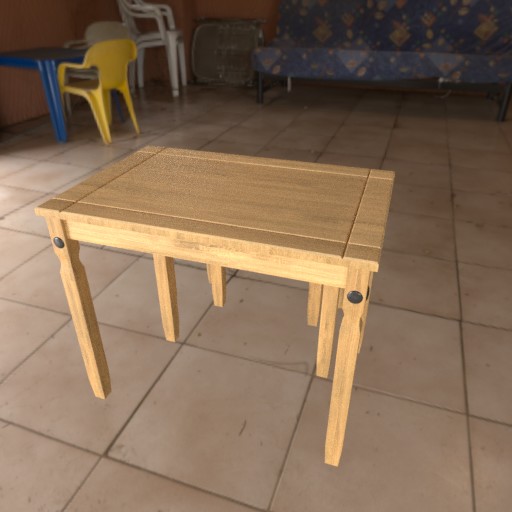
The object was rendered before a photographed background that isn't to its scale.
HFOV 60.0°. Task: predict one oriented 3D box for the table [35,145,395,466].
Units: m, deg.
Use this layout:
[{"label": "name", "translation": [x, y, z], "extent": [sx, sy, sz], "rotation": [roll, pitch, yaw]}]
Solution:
[{"label": "table", "translation": [0.000, 0.000, 1.231], "extent": [0.660, 0.535, 0.773], "rotation": [10, 32, 16]}]
